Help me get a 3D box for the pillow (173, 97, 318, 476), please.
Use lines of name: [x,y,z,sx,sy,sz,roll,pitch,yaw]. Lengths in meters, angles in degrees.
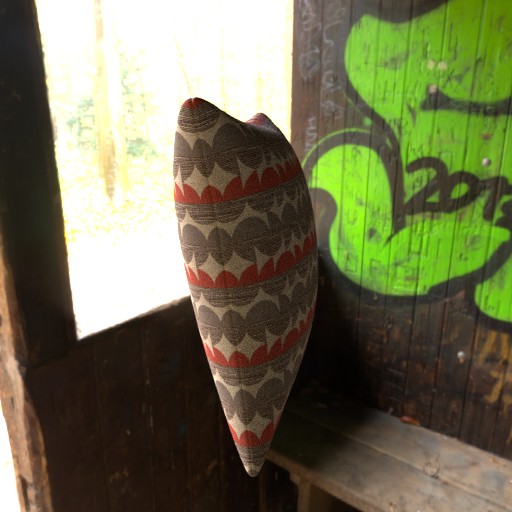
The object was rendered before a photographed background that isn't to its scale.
pillow: [0.000,0.000,0.640,0.180,0.410,0.420,3,16,9]
